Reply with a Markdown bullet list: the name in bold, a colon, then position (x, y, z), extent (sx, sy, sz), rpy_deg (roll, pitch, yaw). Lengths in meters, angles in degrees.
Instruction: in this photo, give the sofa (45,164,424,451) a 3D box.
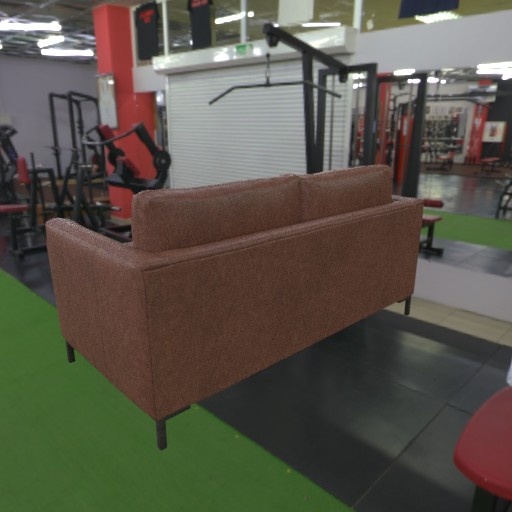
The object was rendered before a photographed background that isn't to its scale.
- **sofa**: position (0.000, 0.000, 2.272), extent (1.797, 0.883, 0.899), rpy_deg (-15, 22, -41)
